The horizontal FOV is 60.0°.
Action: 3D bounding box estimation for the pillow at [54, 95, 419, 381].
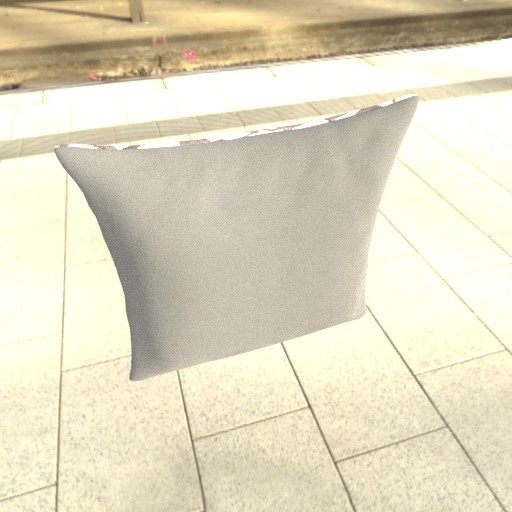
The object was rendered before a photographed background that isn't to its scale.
[{"bbox_3d":[0.000,0.000,0.773,0.526,0.507,0.166,-13,42,-15],"label":"pillow"}]
